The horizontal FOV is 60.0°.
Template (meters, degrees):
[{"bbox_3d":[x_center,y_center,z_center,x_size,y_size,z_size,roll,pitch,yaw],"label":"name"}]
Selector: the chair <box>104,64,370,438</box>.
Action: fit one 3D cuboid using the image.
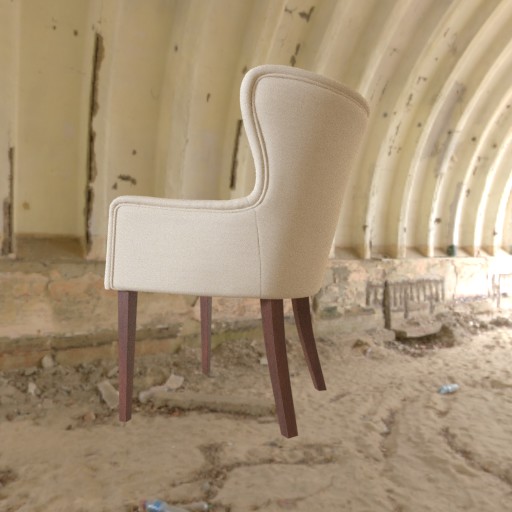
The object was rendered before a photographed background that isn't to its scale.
[{"bbox_3d":[0.000,0.000,1.490,0.744,0.990,0.696,0,1,20],"label":"chair"}]
